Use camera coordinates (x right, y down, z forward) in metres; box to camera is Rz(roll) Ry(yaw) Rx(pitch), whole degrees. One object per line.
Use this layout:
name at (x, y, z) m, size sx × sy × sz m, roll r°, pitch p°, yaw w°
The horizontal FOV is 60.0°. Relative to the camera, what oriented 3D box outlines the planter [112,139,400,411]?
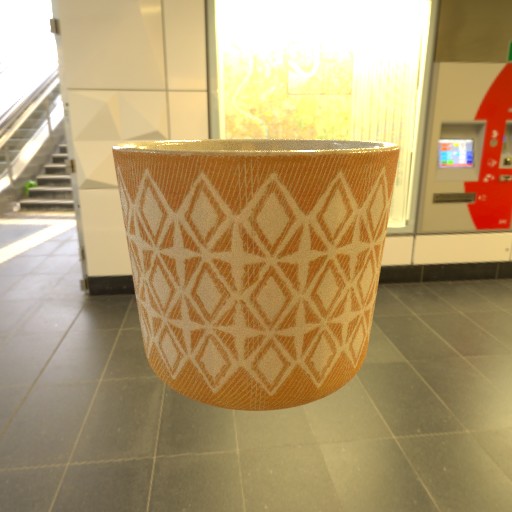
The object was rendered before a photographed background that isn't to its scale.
planter at (0.000, 0.000, 0.334) m, size 0.193 × 0.165 × 0.193 m, roll 0°, pitch 17°, yaw 0°
